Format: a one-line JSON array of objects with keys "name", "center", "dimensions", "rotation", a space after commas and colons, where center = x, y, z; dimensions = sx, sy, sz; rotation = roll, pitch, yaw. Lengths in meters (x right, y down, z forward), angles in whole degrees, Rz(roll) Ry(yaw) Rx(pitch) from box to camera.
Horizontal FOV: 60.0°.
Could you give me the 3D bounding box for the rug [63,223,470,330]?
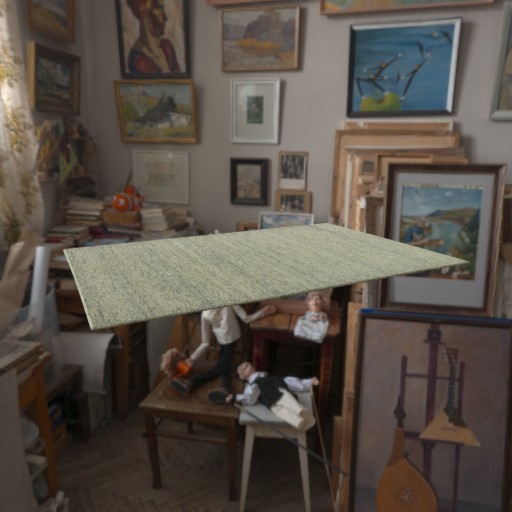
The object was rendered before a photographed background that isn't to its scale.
[{"name": "rug", "center": [0.000, 0.000, 2.404], "dimensions": [1.846, 0.014, 1.243], "rotation": [-7, 16, -26]}]
